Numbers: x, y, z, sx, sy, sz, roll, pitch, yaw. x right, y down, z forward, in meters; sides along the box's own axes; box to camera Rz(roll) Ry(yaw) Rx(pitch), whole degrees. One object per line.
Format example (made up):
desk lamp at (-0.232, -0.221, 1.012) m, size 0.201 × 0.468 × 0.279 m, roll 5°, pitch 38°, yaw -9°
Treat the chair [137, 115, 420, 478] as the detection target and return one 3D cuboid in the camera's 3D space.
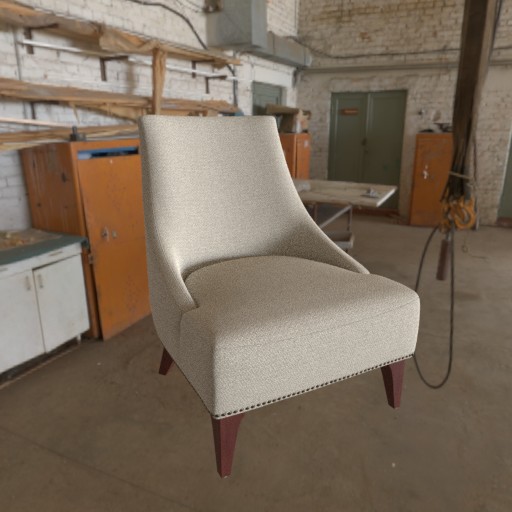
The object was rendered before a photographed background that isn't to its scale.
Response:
chair at (0.000, 0.000, 1.487) m, size 0.701 × 0.909 × 0.861 m, roll -9°, pitch 19°, yaw -27°
